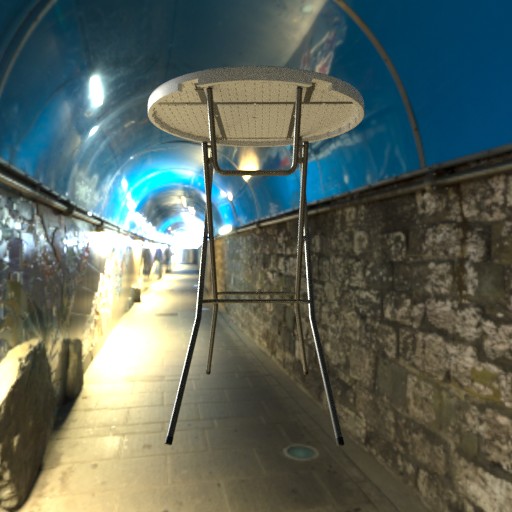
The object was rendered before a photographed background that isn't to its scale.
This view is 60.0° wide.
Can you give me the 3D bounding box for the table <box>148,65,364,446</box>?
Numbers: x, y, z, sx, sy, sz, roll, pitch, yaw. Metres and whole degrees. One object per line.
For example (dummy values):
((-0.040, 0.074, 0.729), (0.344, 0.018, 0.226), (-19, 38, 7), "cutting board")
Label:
((0.000, 0.000, 1.675), (0.792, 1.105, 0.795), (0, 0, 1), "table")
